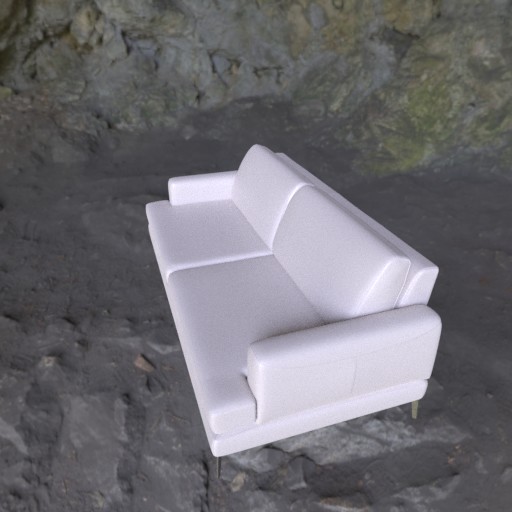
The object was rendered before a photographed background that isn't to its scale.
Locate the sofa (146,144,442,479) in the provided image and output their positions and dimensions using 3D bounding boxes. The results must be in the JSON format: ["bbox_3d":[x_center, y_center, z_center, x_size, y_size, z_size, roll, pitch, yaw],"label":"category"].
[{"bbox_3d":[0.000,0.000,2.388,0.974,0.765,1.940,-9,31,-16],"label":"sofa"}]
